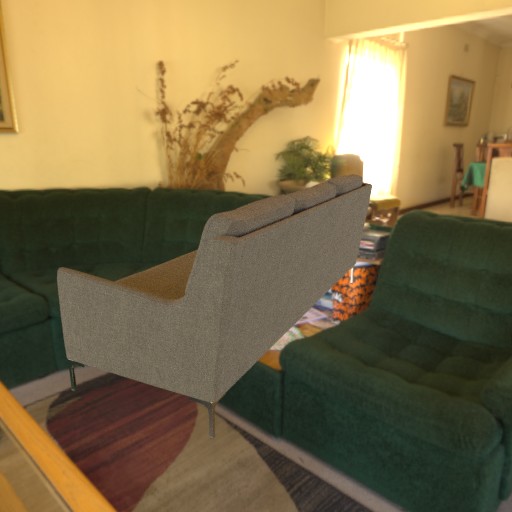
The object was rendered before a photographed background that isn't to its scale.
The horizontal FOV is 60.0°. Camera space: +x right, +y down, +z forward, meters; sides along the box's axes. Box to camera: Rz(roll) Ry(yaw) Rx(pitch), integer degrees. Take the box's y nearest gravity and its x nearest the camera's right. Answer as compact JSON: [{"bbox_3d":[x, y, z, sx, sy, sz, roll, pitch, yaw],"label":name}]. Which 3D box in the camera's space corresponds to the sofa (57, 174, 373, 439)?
[{"bbox_3d":[0.000,0.000,2.542,0.849,0.837,2.060,7,17,26],"label":"sofa"}]
